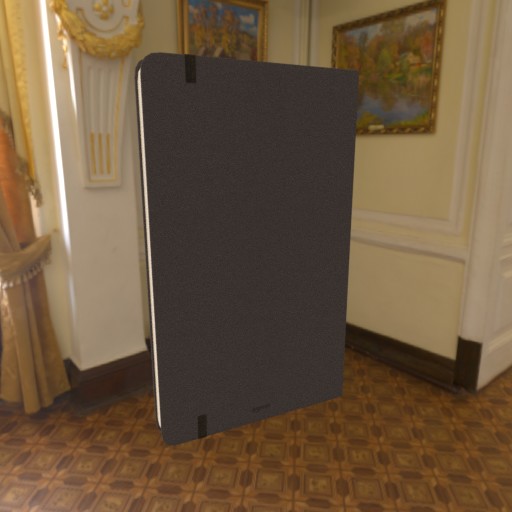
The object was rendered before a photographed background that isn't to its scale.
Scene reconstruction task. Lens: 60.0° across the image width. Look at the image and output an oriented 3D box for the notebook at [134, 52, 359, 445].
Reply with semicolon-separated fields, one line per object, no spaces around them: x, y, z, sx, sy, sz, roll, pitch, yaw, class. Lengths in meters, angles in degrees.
0.000;0.000;0.263;0.127;0.213;0.016;-7;15;-25;notebook
